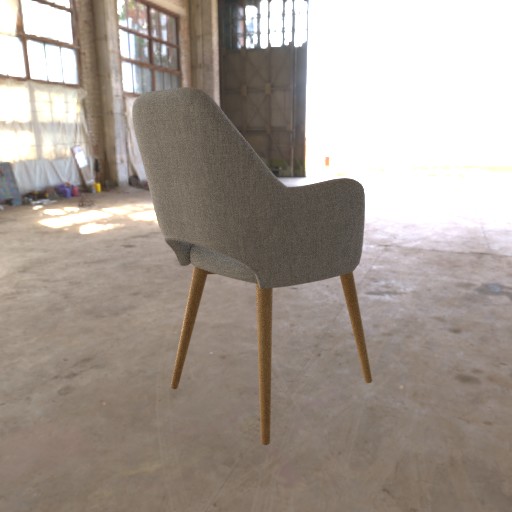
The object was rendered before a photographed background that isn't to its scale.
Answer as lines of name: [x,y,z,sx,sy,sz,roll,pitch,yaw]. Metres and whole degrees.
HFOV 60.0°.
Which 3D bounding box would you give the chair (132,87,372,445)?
chair: [0.000,0.000,1.251,0.590,0.840,0.610,13,19,42]
